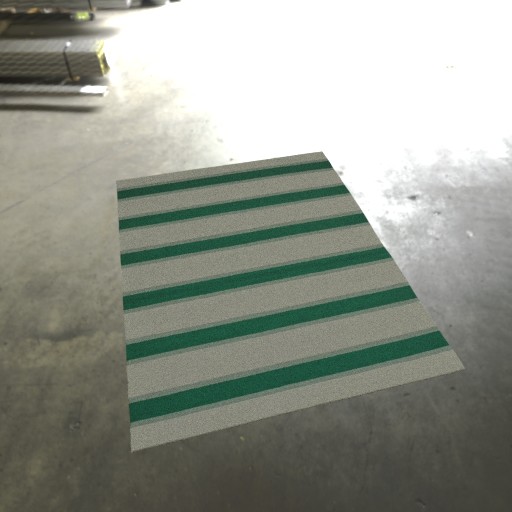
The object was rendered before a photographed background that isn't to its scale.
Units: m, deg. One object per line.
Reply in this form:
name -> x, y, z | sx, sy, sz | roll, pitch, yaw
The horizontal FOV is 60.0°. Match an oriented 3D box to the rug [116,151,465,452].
rug -> 0.000, 0.000, 4.096 | 2.434, 0.019, 3.041 | -10, 46, -10
